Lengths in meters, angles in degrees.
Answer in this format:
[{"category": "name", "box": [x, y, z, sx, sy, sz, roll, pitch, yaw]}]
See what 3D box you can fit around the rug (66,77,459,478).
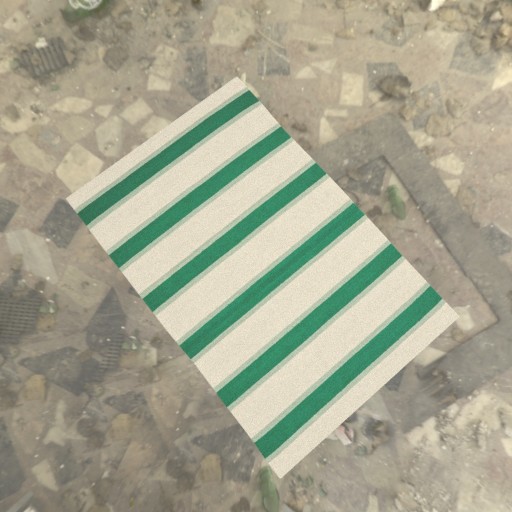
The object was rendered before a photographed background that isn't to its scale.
[{"category": "rug", "box": [0.000, 0.000, 2.363, 1.210, 0.012, 1.829, -39, 79, -9]}]
